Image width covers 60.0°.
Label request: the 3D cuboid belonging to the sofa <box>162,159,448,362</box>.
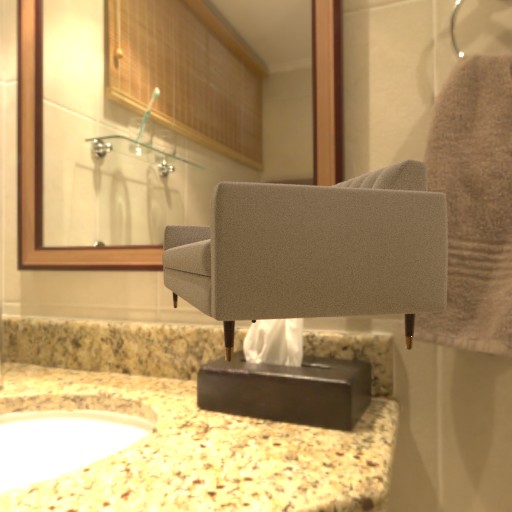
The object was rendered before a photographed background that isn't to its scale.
[{"bbox_3d":[0.000,0.000,2.727,0.990,0.821,2.291,0,0,-16],"label":"sofa"}]
